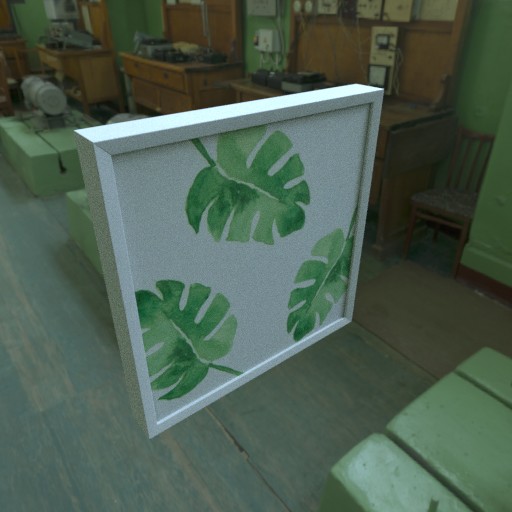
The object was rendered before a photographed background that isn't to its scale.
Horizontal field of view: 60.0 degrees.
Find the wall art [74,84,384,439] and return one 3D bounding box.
[{"bbox_3d":[0.000,0.000,0.465,0.305,0.305,0.038,-22,37,-32],"label":"wall art"}]
